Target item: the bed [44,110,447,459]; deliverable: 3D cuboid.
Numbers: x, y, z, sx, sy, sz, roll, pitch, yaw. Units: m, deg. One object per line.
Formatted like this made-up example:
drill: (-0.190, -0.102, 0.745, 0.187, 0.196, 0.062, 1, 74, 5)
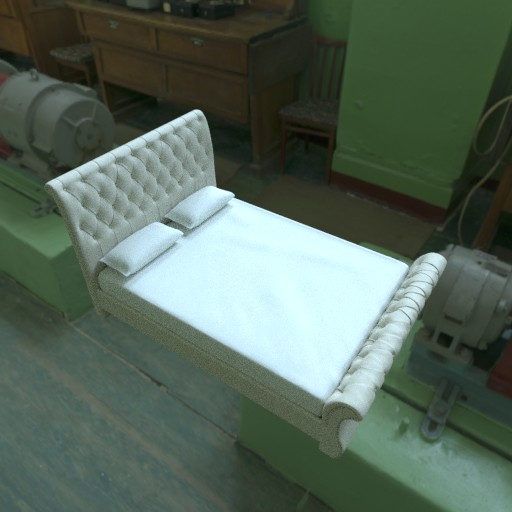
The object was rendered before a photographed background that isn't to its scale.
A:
bed: (0.000, 0.000, 3.434, 2.493, 1.268, 1.606, 24, 45, 26)
